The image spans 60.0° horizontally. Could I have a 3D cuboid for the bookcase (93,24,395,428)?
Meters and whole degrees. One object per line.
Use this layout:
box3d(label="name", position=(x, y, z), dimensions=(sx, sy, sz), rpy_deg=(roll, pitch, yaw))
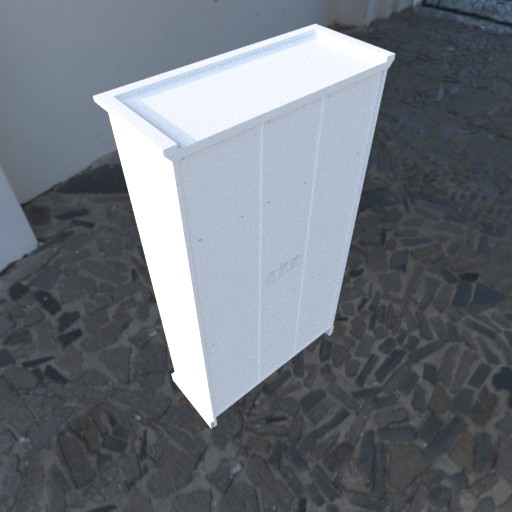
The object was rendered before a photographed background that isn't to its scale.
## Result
box3d(label="bookcase", position=(0.000, 0.000, 2.262), dimensions=(1.050, 1.880, 0.432), rpy_deg=(-31, 53, -27))
